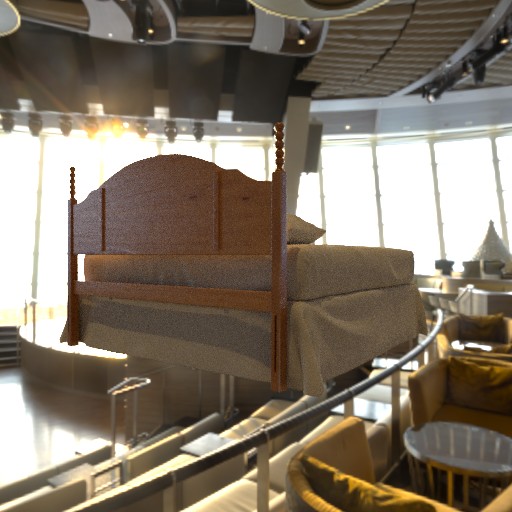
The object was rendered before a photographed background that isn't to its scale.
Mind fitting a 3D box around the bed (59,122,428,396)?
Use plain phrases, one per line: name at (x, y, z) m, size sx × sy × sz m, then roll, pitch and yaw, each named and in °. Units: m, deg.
bed at (0.000, 0.000, 3.649) m, size 2.322 × 1.355 × 2.219 m, roll 0°, pitch 0°, yaw 36°
